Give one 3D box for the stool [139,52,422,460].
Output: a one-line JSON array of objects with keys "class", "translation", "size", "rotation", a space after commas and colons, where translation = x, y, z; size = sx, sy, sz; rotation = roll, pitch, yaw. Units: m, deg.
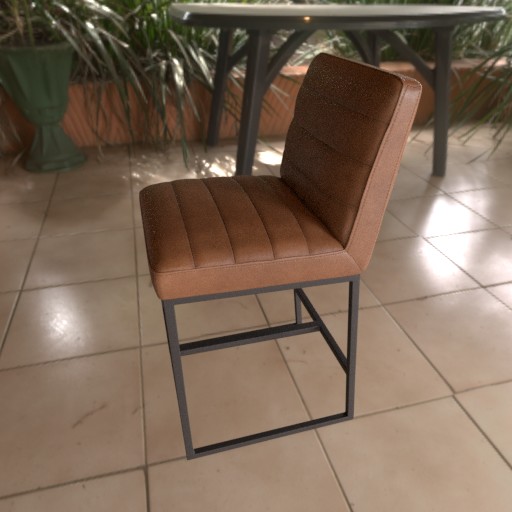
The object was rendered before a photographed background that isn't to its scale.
[{"class": "stool", "translation": [0.000, 0.000, 1.178], "size": [0.556, 0.940, 0.458], "rotation": [-8, 32, -13]}]
